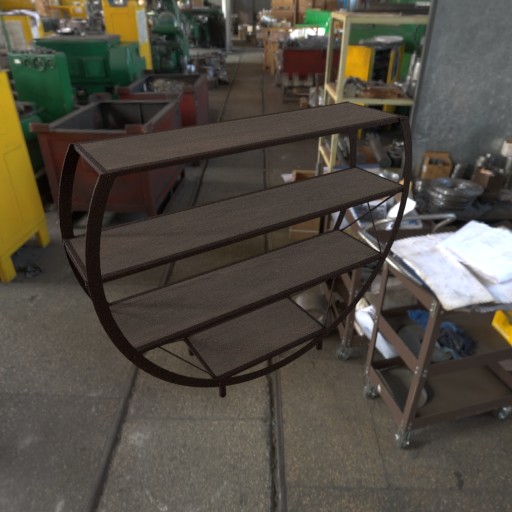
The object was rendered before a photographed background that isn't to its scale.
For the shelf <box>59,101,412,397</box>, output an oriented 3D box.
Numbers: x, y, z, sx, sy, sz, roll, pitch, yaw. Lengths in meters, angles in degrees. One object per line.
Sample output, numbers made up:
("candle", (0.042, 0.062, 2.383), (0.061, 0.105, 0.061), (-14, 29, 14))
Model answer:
("shelf", (0.000, 0.000, 1.863), (1.403, 1.063, 0.344), (-18, 35, -28))
